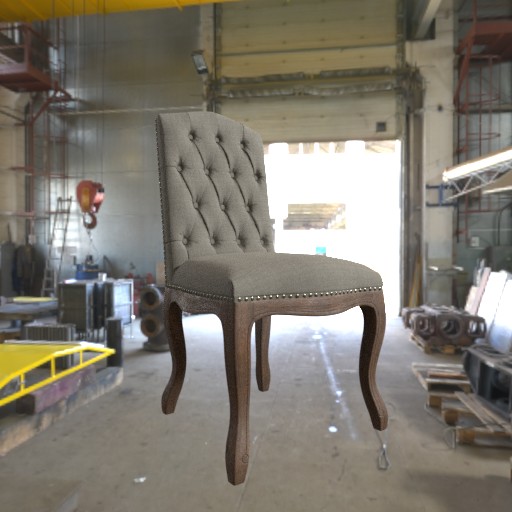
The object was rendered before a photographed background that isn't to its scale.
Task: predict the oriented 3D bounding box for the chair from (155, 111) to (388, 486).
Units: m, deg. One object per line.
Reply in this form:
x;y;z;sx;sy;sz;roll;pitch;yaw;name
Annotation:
0.000;0.000;1.603;0.637;1.191;0.731;0;1;-36;chair
